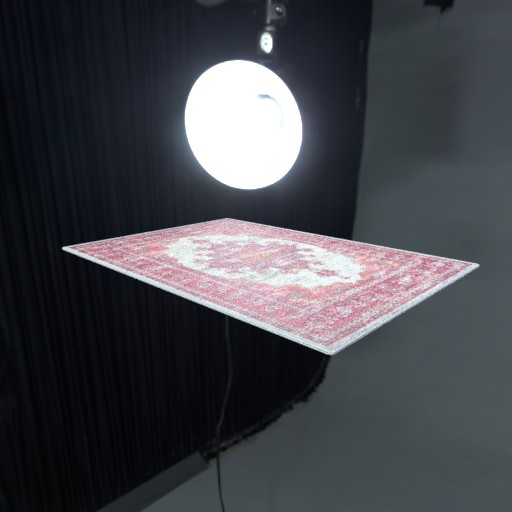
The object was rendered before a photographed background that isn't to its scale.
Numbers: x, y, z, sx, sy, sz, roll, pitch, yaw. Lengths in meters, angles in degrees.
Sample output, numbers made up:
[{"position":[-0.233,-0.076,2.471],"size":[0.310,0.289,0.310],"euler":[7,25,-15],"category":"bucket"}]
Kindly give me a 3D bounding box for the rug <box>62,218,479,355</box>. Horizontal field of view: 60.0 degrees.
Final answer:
[{"position":[0.000,0.000,2.238],"size":[1.747,0.011,1.217],"euler":[14,21,42],"category":"rug"}]
